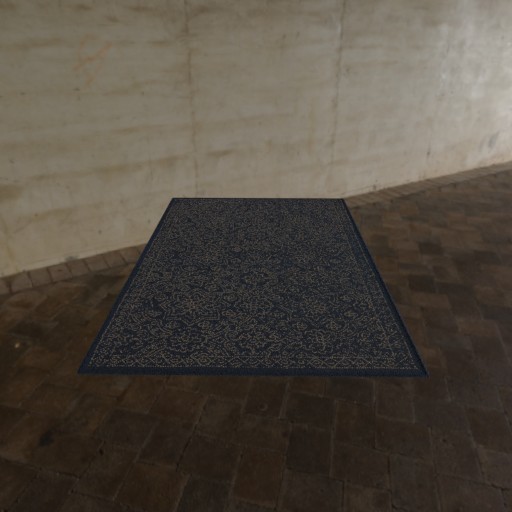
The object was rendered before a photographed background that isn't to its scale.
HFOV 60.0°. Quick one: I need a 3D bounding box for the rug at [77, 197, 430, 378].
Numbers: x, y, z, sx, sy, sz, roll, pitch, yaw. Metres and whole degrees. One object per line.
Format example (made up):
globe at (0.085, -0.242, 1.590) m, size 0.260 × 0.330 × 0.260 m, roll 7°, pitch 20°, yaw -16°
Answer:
rug at (0.000, 0.000, 2.338) m, size 1.219 × 0.010 × 1.829 m, roll 0°, pitch 27°, yaw 1°
